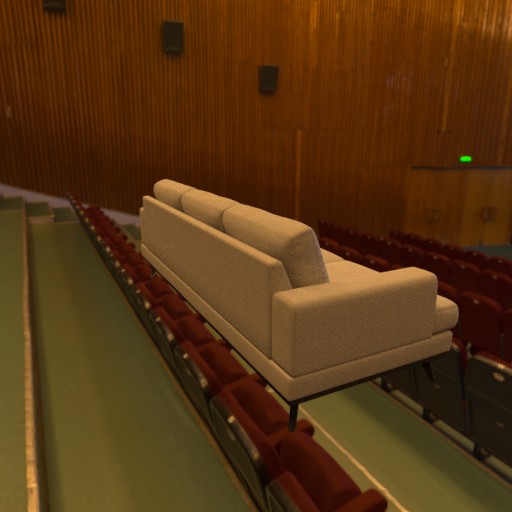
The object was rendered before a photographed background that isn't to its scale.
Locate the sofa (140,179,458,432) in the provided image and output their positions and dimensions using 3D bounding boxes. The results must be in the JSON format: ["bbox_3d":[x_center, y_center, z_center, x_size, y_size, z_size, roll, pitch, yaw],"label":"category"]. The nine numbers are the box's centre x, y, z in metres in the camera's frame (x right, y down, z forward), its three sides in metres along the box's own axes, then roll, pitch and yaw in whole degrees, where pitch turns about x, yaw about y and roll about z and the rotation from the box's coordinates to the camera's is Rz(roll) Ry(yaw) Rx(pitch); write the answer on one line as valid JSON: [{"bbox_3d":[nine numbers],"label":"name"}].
[{"bbox_3d":[0.000,0.000,2.790,0.920,0.810,2.310,-8,18,-26],"label":"sofa"}]
